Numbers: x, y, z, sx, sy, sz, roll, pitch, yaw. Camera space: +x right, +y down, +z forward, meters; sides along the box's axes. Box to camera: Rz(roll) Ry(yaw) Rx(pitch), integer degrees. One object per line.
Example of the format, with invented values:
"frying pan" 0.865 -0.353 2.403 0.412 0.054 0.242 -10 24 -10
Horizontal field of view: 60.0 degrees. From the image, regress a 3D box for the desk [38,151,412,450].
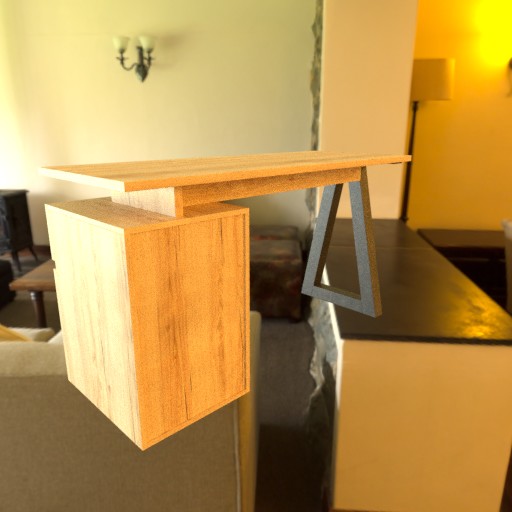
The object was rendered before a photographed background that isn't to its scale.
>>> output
"desk" 0.000 0.000 1.796 1.400 0.760 0.550 -15 22 -42
